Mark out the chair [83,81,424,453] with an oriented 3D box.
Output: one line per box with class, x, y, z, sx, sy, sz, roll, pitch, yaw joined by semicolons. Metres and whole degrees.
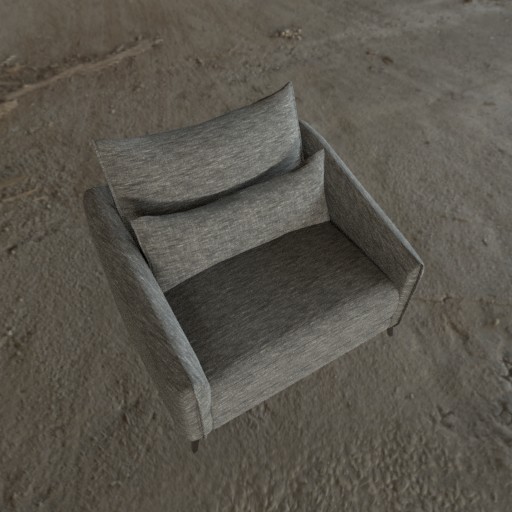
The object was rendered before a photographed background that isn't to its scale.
chair;0.000;0.000;1.624;1.004;0.842;0.805;-24;51;-21
